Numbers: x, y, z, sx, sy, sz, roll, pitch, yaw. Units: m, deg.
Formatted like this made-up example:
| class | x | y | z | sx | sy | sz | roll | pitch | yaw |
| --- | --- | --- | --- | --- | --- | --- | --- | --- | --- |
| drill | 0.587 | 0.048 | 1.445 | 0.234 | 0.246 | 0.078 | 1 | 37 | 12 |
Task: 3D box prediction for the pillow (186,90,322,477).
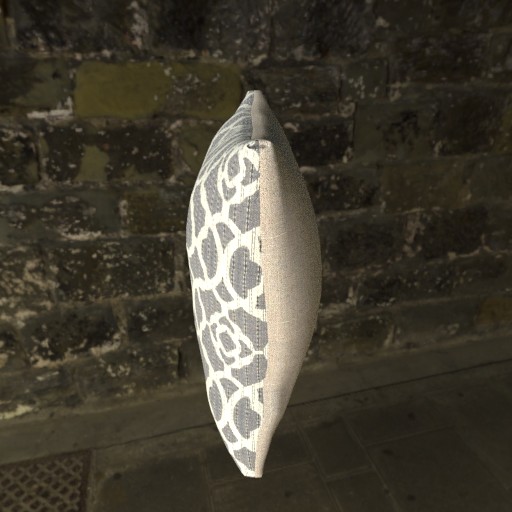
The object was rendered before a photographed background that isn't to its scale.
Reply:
| class | x | y | z | sx | sy | sz | roll | pitch | yaw |
| --- | --- | --- | --- | --- | --- | --- | --- | --- | --- |
| pillow | 0.000 | 0.000 | 0.770 | 0.215 | 0.498 | 0.508 | 0 | 26 | -1 |
